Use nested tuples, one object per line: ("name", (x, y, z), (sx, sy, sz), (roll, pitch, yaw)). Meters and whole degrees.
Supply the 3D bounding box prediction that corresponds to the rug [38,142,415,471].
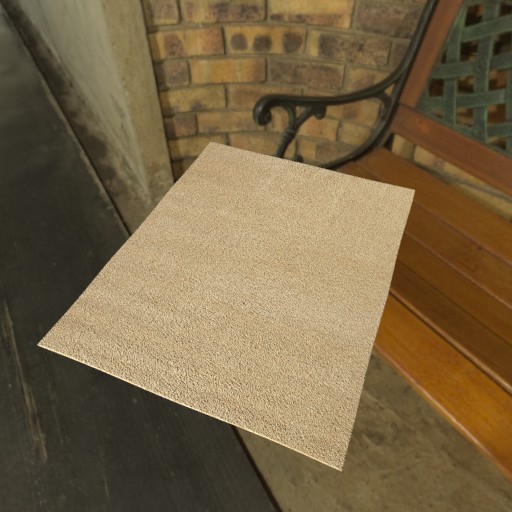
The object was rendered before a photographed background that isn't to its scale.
("rug", (0.000, 0.000, 4.044), (2.400, 0.025, 3.000), (17, 50, 15))
